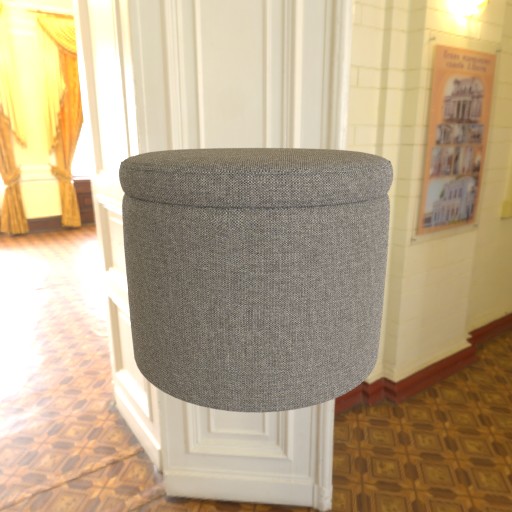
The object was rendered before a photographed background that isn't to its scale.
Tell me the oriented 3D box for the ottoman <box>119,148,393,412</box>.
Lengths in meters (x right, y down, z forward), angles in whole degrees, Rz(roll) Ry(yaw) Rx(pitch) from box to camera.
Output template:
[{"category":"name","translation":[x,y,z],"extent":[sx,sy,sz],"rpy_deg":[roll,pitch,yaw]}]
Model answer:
[{"category":"ottoman","translation":[0.000,0.000,0.918],"extent":[0.520,0.430,0.520],"rpy_deg":[0,16,0]}]
